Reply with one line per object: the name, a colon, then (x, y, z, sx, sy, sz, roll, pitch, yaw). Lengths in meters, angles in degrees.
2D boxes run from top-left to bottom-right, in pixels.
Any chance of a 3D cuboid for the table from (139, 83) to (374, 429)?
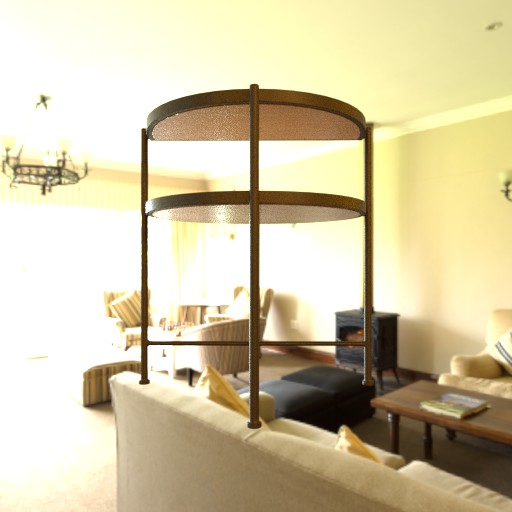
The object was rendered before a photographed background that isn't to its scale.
table: (0.000, 0.000, 1.188, 0.629, 0.684, 0.628, 0, 0, 1)
